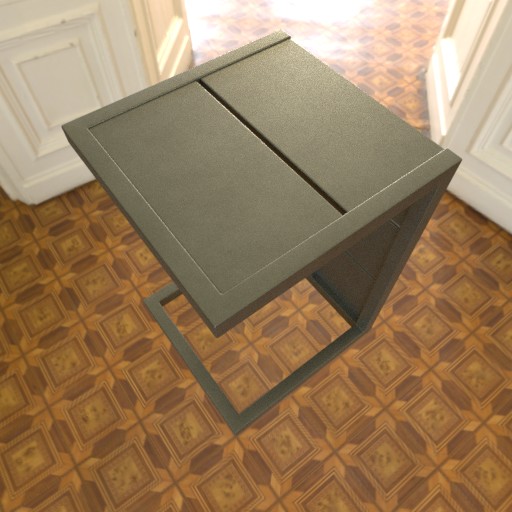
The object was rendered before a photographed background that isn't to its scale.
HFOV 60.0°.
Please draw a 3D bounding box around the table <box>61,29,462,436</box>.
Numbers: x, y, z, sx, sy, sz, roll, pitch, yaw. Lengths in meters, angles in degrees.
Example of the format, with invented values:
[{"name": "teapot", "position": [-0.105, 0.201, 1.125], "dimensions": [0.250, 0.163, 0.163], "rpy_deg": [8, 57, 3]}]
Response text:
[{"name": "table", "position": [0.000, 0.000, 0.893], "dimensions": [0.420, 0.609, 0.405], "rpy_deg": [-33, 63, -19]}]
